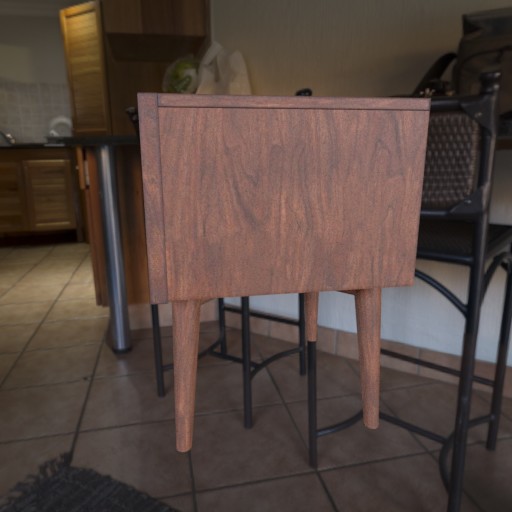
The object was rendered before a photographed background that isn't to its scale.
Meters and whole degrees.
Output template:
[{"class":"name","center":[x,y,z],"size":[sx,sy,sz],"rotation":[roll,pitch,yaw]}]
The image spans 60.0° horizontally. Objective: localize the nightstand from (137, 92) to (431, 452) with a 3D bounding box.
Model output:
[{"class":"nightstand","center":[0.000,0.000,0.957],"size":[0.445,0.607,0.521],"rotation":[-3,15,-10]}]
